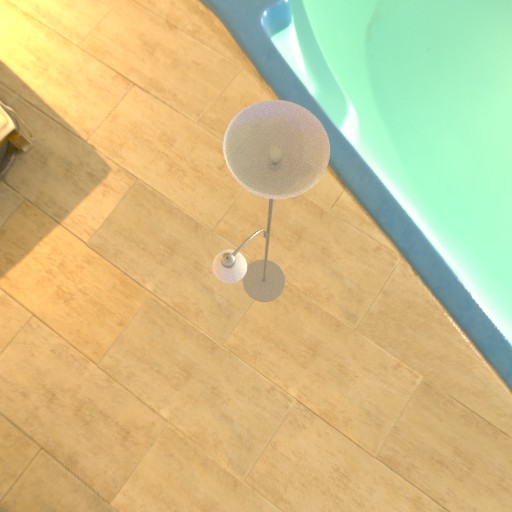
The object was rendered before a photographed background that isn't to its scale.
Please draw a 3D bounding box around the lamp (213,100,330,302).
[{"bbox_3d":[0.000,0.000,1.972,0.279,1.804,0.425,41,79,9],"label":"lamp"}]
